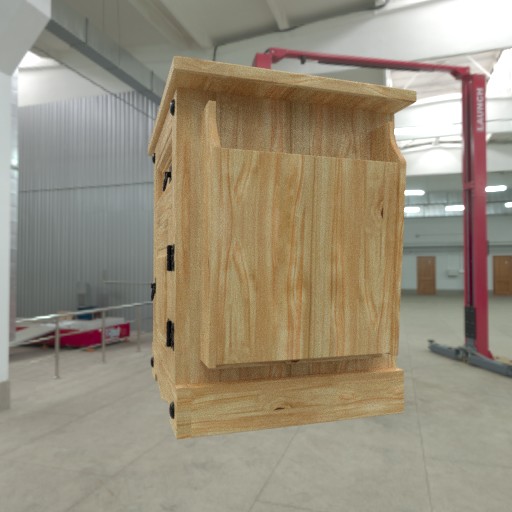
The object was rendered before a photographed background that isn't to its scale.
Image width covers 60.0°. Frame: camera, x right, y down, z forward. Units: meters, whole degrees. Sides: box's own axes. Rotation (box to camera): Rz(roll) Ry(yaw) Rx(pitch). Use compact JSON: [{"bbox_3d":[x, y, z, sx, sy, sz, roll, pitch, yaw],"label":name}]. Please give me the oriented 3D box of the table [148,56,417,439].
[{"bbox_3d":[0.000,0.000,0.858,0.380,0.515,0.530,0,-2,-18],"label":"table"}]
